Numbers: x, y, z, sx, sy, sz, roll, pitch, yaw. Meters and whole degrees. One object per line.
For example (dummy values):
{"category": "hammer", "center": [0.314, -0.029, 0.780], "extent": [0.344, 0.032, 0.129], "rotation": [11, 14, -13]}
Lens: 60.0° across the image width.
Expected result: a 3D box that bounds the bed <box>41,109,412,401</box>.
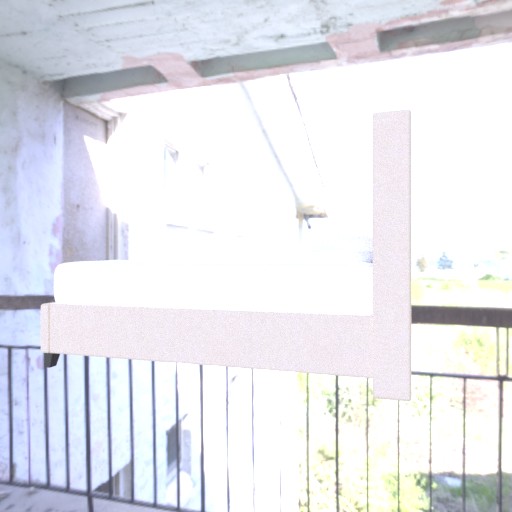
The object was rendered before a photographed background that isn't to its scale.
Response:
{"category": "bed", "center": [0.000, 0.000, 3.572], "extent": [2.293, 1.471, 2.145], "rotation": [0, 0, 17]}
